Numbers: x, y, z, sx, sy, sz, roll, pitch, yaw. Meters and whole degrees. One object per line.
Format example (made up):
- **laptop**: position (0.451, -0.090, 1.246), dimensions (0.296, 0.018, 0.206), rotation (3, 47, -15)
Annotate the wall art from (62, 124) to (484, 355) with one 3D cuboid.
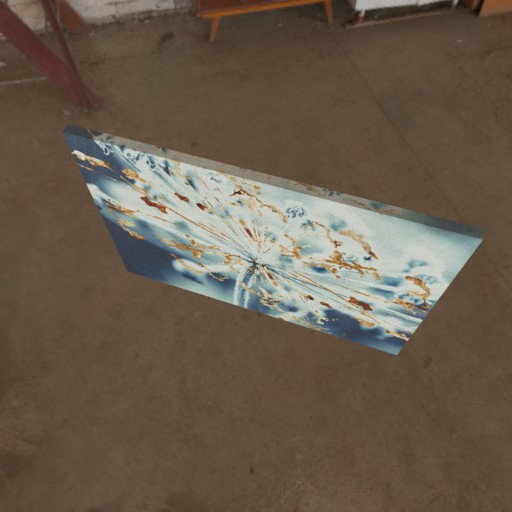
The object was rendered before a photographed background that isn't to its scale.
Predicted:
- **wall art**: position (0.000, 0.000, 1.469), dimensions (1.138, 0.759, 0.035), rotation (16, 58, 10)
